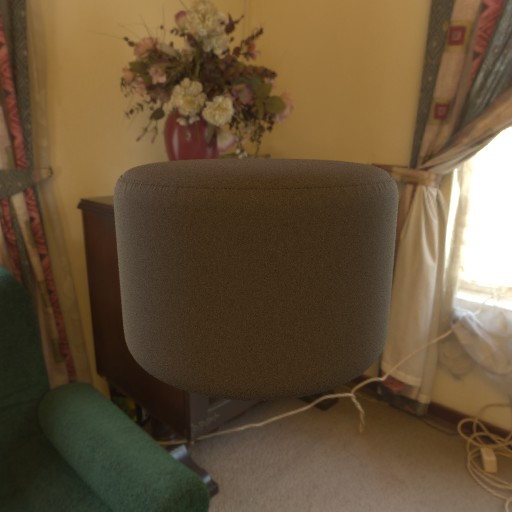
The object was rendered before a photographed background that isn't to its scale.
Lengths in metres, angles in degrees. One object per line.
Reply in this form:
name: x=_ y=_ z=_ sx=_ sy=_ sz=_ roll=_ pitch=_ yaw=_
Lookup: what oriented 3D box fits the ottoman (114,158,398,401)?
ottoman: x=0.000 y=0.000 z=1.024 sx=0.608 sy=0.433 sz=0.608 roll=0 pitch=14 yaw=0
